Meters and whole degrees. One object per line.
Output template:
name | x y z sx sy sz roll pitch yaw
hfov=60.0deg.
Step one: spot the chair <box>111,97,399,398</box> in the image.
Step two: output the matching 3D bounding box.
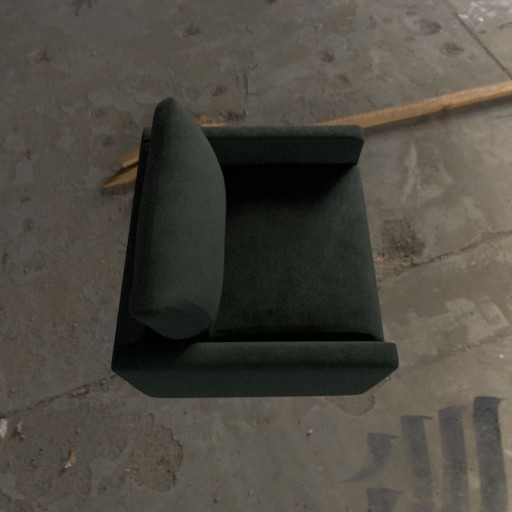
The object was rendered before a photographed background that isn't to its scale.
chair | 0.000 0.000 1.663 0.866 0.861 0.963 -1 63 0
